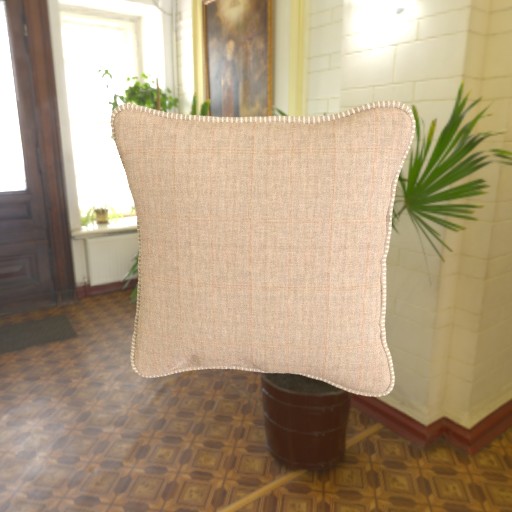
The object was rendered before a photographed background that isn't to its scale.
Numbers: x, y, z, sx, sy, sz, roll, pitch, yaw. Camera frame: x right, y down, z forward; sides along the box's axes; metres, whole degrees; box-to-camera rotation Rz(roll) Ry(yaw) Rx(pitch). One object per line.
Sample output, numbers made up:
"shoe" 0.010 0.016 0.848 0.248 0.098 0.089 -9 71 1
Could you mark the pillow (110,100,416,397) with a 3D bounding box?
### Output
"pillow" 0.000 0.000 0.749 0.485 0.494 0.124 2 15 8
